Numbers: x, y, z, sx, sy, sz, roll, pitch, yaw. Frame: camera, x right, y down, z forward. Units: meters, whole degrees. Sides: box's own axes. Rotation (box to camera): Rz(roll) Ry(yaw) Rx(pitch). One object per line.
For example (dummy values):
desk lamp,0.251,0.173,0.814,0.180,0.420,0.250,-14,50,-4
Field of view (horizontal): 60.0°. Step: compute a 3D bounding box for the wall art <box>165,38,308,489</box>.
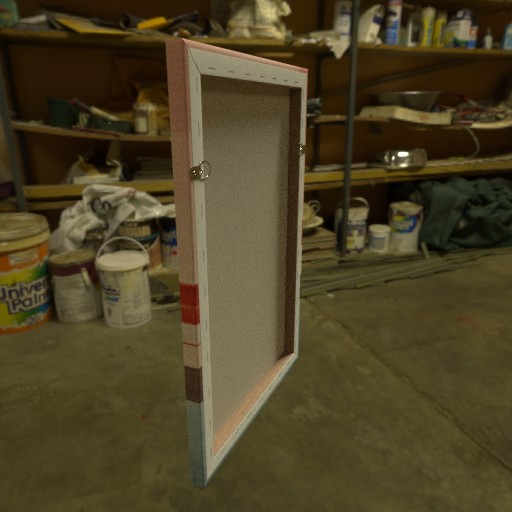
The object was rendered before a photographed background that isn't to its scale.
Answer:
wall art,0.000,0.000,1.117,0.038,0.914,0.610,8,20,24
